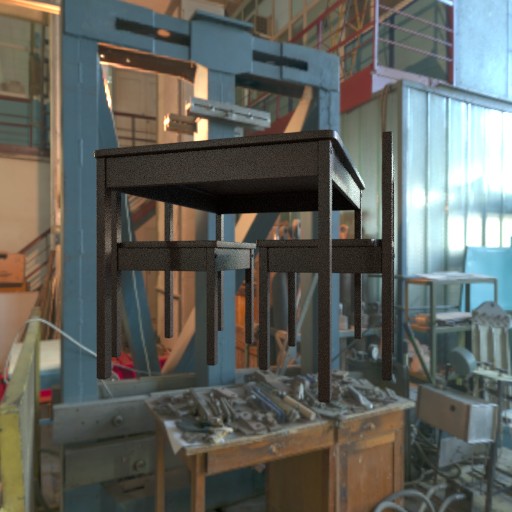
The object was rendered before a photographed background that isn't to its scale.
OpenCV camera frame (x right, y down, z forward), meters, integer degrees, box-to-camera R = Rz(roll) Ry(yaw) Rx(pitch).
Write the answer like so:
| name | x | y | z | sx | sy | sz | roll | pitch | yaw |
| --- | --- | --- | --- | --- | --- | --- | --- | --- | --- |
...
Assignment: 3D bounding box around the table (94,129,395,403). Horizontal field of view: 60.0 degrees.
| name | x | y | z | sx | sy | sz | roll | pitch | yaw |
| --- | --- | --- | --- | --- | --- | --- | --- | --- | --- |
| table | 0.000 | 0.000 | 1.130 | 0.672 | 0.503 | 0.650 | 0 | 0 | 18 |
